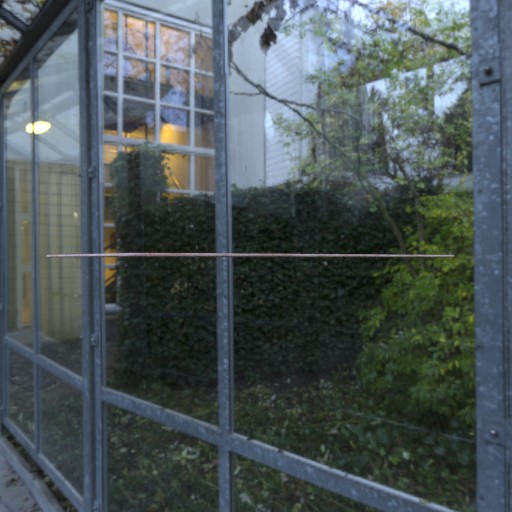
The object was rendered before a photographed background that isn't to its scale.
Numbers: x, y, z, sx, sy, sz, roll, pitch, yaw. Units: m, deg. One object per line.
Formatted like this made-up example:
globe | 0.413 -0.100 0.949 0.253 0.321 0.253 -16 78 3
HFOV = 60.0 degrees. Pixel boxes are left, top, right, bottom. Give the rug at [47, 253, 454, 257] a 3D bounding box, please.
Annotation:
rug | 0.000 0.000 3.093 2.390 0.015 1.609 0 0 -37
